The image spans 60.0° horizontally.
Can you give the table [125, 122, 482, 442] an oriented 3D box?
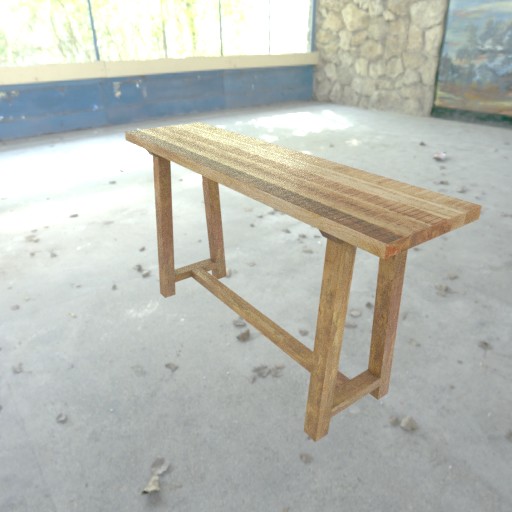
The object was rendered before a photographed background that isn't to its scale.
[{"bbox_3d":[0.000,0.000,1.831,0.405,0.810,1.524,-19,33,-32],"label":"table"}]
